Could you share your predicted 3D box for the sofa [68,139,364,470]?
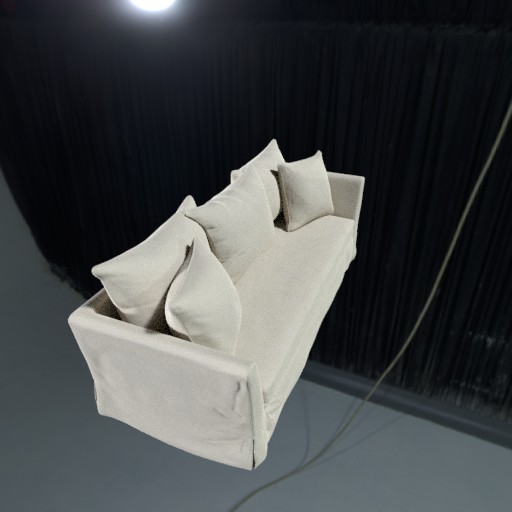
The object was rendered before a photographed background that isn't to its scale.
[{"bbox_3d":[0.000,0.000,3.113,1.046,1.047,2.499,12,33,19],"label":"sofa"}]
